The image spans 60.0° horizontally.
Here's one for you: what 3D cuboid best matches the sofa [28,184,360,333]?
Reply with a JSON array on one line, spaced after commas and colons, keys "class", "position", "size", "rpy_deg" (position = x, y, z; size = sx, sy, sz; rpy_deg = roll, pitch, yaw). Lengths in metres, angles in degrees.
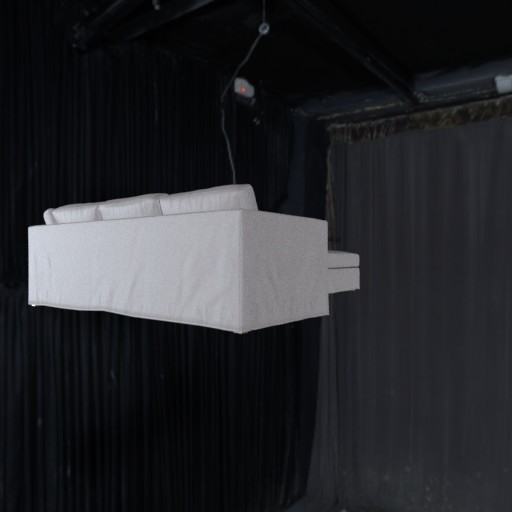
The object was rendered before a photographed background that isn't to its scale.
[{"class": "sofa", "position": [0.000, 0.000, 4.531], "size": [2.427, 0.882, 3.460], "rpy_deg": [0, 0, 37]}]
